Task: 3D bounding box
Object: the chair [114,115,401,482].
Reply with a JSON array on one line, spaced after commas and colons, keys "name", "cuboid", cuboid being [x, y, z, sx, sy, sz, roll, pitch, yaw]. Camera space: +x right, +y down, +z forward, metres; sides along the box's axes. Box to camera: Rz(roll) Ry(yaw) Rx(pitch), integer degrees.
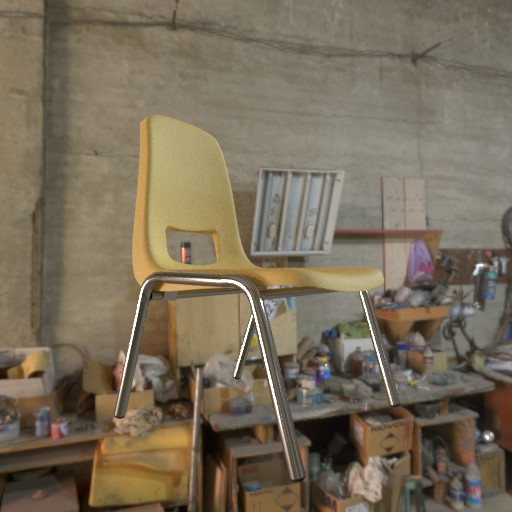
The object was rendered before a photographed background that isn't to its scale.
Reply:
[{"name": "chair", "cuboid": [0.000, 0.000, 0.765, 0.385, 0.536, 0.354, -1, -1, 36]}]
